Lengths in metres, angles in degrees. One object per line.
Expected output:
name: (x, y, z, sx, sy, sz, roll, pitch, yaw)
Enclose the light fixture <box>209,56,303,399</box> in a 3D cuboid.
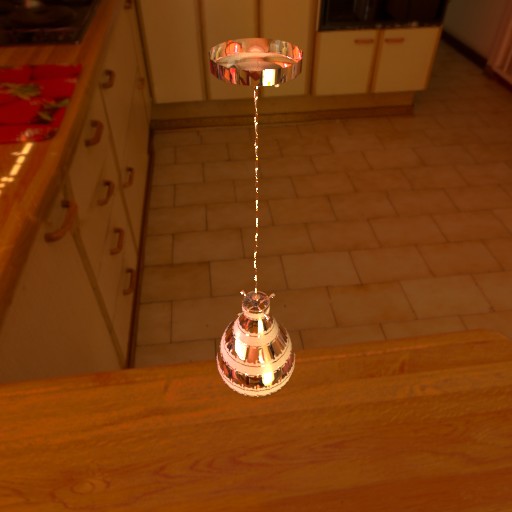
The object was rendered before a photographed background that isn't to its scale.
light fixture: (0.000, 0.000, 1.662, 0.374, 1.457, 0.374, -27, 49, -26)
